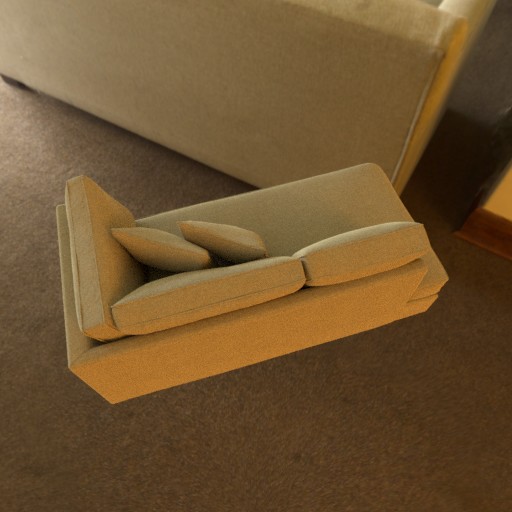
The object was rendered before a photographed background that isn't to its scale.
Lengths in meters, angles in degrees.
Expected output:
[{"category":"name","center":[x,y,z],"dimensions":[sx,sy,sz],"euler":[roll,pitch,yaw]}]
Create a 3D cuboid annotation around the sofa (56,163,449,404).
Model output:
[{"category":"sofa","center":[0.000,0.000,2.855],"dimensions":[2.238,1.019,1.110],"euler":[-14,60,-8]}]
